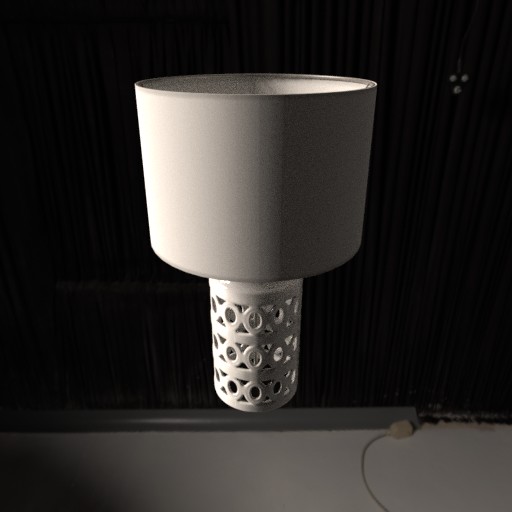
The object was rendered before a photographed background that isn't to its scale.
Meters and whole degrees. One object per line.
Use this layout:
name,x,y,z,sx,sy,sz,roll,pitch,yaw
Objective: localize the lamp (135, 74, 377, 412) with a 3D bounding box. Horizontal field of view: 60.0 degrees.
lamp,0.000,0.000,0.685,0.310,0.502,0.310,0,26,0
